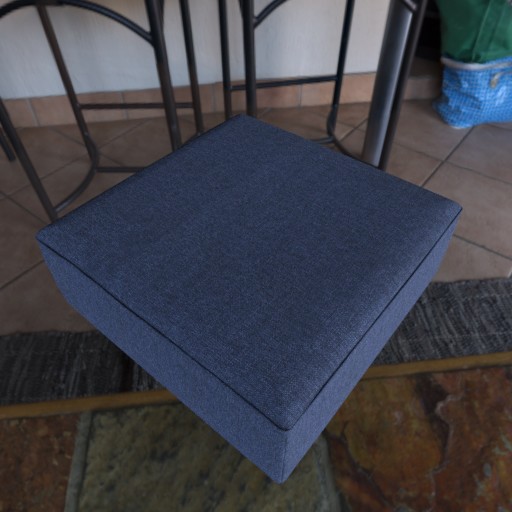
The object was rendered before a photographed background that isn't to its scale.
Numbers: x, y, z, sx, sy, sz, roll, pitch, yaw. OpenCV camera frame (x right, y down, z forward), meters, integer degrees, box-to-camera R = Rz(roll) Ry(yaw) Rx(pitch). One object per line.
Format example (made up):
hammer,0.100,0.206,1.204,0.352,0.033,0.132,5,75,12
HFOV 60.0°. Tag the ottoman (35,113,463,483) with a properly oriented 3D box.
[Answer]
ottoman,0.000,0.000,1.559,1.017,0.423,1.023,31,54,27
